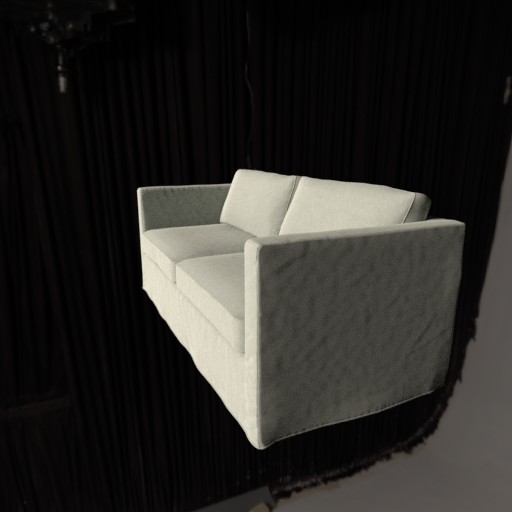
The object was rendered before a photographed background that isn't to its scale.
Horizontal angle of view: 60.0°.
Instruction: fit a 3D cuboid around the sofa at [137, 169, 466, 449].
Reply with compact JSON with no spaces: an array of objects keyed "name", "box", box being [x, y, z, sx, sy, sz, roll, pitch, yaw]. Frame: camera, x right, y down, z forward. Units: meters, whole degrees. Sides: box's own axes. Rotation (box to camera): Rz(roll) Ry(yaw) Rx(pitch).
[{"name":"sofa","box":[0.000,0.000,2.473,0.940,0.870,1.987,-7,16,-24]}]
